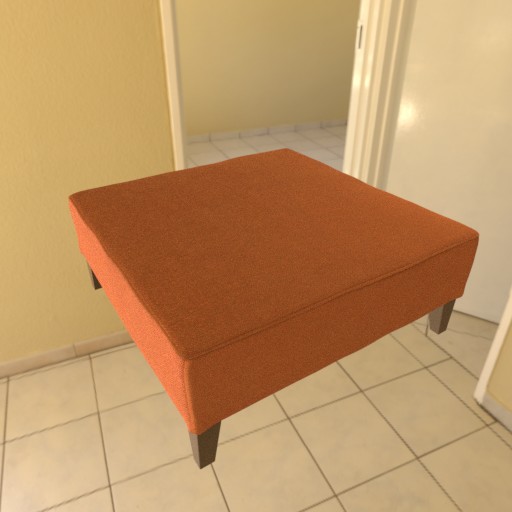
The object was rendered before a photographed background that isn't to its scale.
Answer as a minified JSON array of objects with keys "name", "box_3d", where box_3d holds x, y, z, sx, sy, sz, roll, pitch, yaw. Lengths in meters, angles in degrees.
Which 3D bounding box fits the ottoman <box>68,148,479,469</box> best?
[{"name":"ottoman","box_3d":[0.000,0.000,1.539,0.997,0.438,0.999,-19,36,-28]}]
